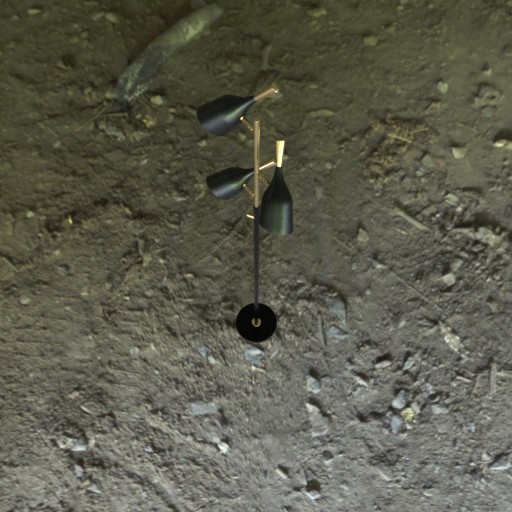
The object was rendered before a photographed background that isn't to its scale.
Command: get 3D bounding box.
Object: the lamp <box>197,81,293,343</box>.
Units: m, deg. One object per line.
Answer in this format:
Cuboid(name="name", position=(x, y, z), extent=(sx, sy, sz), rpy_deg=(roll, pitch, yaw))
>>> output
Cuboid(name="lamp", position=(0.000, 0.000, 1.933), extent=(0.253, 1.778, 0.434), rpy_deg=(-33, 67, -16))
